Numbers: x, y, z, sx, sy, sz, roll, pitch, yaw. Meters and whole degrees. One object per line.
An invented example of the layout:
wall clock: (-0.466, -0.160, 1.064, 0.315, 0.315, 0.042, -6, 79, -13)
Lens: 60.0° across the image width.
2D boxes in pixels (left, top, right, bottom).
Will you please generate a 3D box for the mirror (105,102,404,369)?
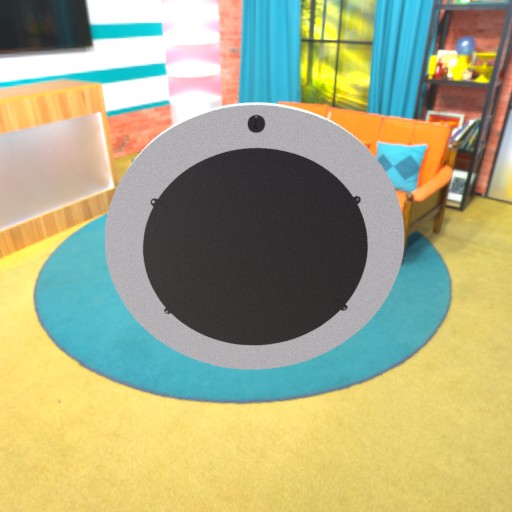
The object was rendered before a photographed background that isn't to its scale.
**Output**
mirror: (0.000, 0.000, 1.384, 0.914, 0.914, 0.038, -1, 29, -2)
